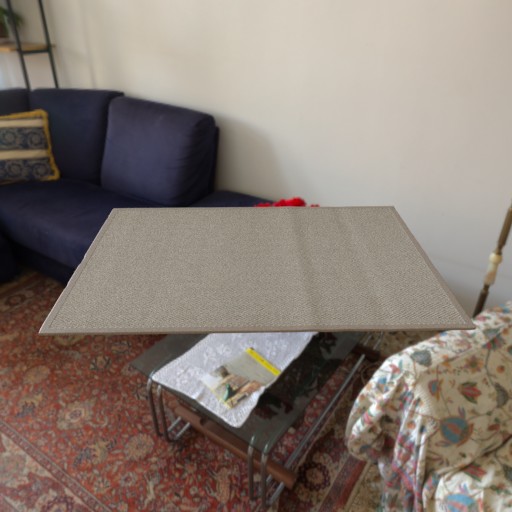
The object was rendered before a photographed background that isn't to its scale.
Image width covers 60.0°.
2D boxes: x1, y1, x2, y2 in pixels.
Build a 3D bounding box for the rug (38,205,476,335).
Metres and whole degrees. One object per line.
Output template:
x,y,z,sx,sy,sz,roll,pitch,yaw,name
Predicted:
0.000,0.000,2.963,2.290,0.021,1.540,-1,31,-1,rug
